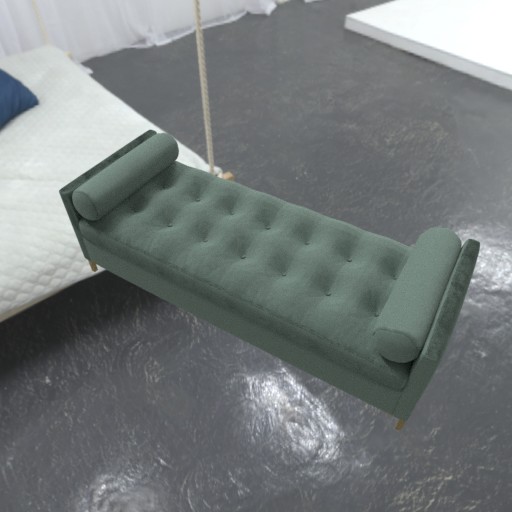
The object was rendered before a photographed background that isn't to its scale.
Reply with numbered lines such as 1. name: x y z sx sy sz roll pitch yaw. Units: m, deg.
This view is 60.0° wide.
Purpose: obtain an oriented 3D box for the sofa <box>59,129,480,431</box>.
1. sofa: 0.000 0.000 2.486 2.102 0.705 0.796 23 50 21
